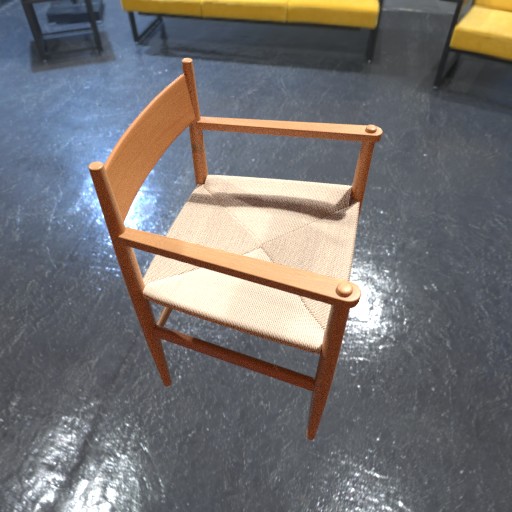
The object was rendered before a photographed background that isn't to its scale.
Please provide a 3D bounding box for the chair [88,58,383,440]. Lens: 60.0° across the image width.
[{"bbox_3d":[0.000,0.000,1.118,0.495,0.762,0.556,11,48,10],"label":"chair"}]
